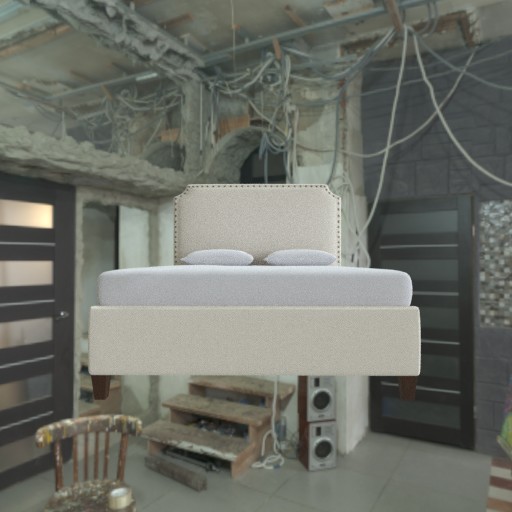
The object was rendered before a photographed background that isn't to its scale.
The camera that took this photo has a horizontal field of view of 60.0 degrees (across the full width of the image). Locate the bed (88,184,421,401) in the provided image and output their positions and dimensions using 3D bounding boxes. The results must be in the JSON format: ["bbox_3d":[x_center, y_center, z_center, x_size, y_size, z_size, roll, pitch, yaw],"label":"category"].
[{"bbox_3d":[0.000,0.000,3.410,1.712,1.497,2.372,0,-1,1],"label":"bed"}]
